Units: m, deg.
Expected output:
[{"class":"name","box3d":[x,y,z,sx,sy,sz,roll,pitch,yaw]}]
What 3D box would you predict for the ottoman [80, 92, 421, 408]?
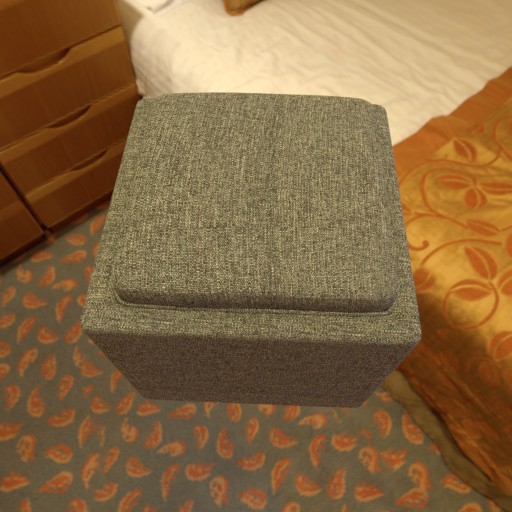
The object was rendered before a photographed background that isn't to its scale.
[{"class":"ottoman","box3d":[0.000,0.000,0.829,0.450,0.460,0.450,2,59,1]}]
